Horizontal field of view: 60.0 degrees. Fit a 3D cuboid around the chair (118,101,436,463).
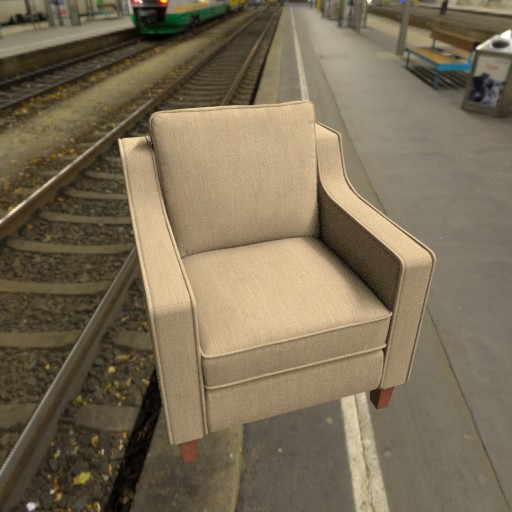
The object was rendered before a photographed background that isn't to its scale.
[{"bbox_3d":[0.000,0.000,1.615,0.831,0.960,0.909,-9,32,-15],"label":"chair"}]
